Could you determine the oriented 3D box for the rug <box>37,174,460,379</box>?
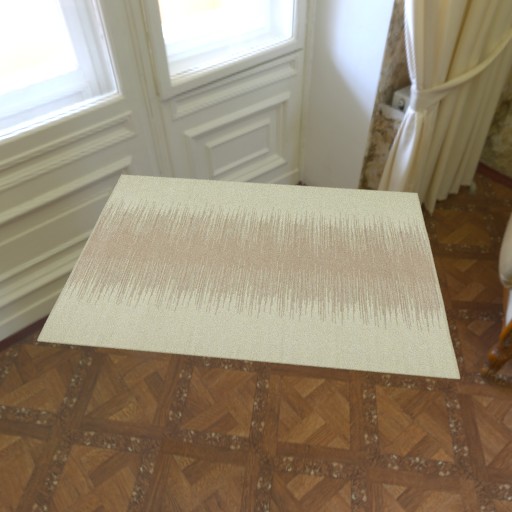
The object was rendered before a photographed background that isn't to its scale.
[{"bbox_3d":[0.000,0.000,2.334,1.850,0.006,1.234,4,47,4],"label":"rug"}]
